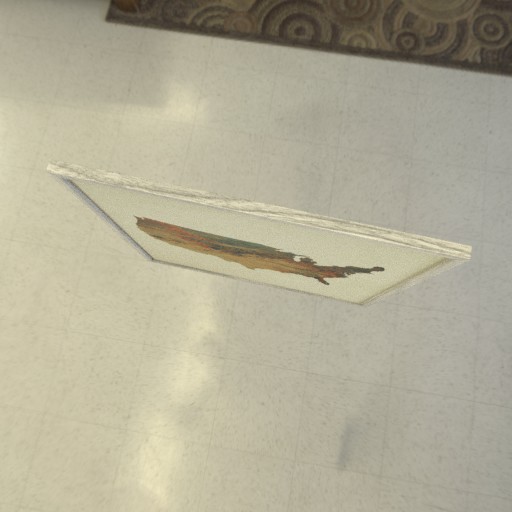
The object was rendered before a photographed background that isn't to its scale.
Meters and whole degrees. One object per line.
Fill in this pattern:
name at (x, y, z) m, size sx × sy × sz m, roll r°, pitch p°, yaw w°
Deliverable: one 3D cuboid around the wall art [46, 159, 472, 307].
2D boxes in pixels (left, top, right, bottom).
wall art at (0.000, 0.000, 0.765) m, size 0.508 × 0.507 × 0.016 m, roll 12°, pitch 78°, yaw 3°
